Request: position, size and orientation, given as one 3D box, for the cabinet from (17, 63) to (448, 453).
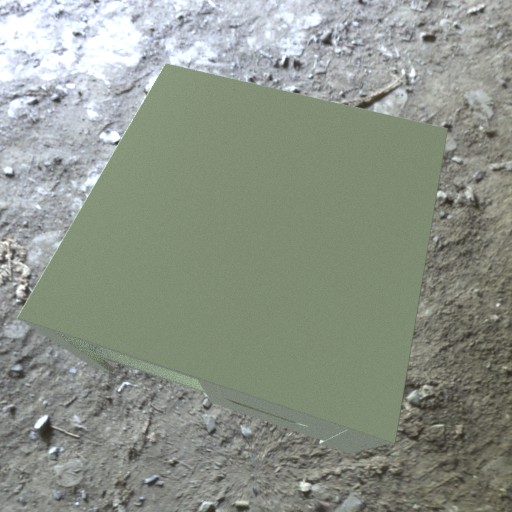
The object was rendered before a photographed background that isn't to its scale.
[{"bbox_3d":[0.000,0.000,1.251,0.800,0.460,0.800,16,65,8],"label":"cabinet"}]
